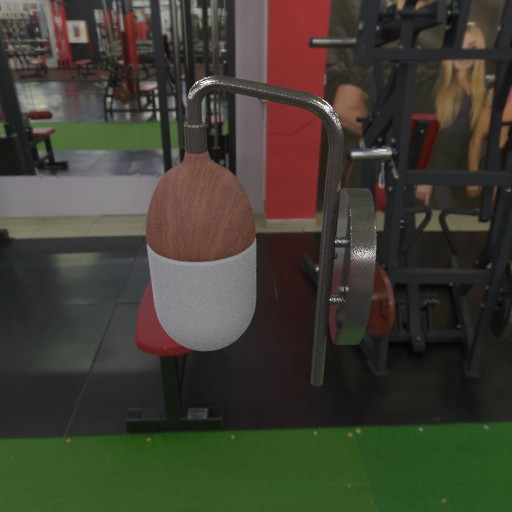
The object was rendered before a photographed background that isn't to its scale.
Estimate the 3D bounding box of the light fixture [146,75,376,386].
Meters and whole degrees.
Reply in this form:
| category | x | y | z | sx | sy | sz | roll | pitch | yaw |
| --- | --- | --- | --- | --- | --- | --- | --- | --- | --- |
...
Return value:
| category | x | y | z | sx | sy | sz | roll | pitch | yaw |
| --- | --- | --- | --- | --- | --- | --- | --- | --- | --- |
| light fixture | 0.000 | 0.000 | 0.452 | 0.216 | 0.343 | 0.108 | 0 | 28 | 0 |
